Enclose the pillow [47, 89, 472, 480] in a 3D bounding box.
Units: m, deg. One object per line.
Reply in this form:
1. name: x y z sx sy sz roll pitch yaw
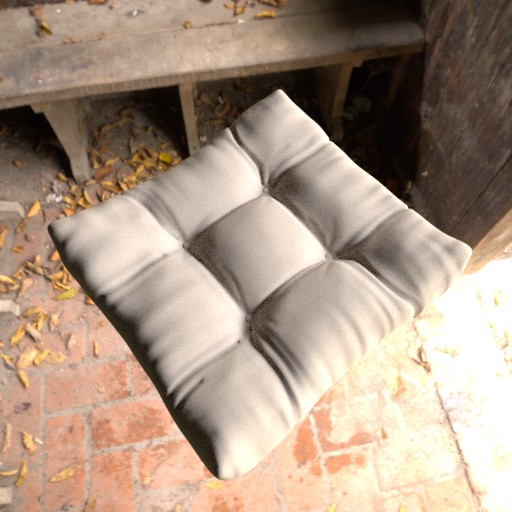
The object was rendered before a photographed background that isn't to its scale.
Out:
1. pillow: 0.000 0.000 0.710 0.490 0.128 0.468 -36 69 -16
